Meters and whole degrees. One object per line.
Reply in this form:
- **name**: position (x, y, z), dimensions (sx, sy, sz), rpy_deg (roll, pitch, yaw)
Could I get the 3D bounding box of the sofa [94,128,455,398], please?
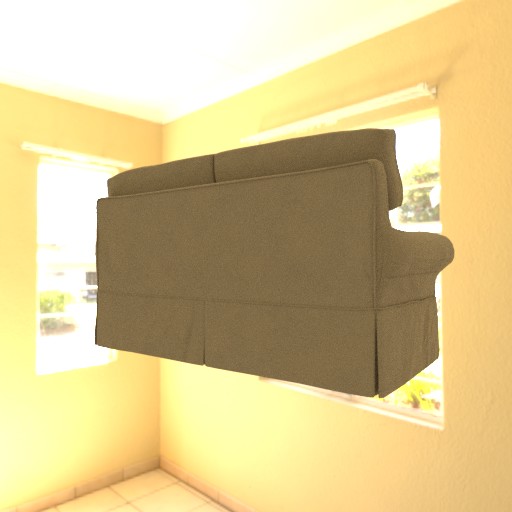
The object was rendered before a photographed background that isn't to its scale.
- **sofa**: position (0.000, 0.000, 2.360), dimensions (1.823, 1.024, 0.841), rpy_deg (-1, -1, 36)
